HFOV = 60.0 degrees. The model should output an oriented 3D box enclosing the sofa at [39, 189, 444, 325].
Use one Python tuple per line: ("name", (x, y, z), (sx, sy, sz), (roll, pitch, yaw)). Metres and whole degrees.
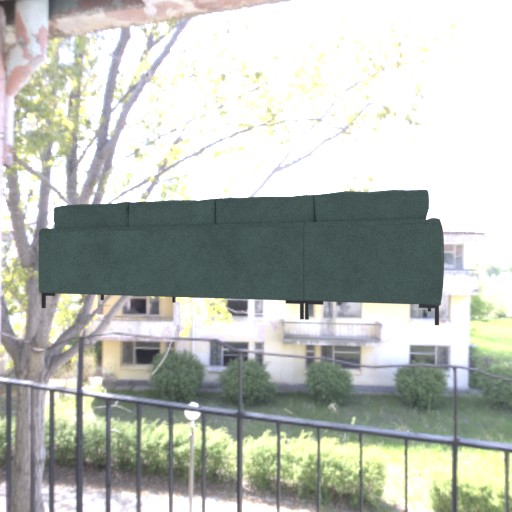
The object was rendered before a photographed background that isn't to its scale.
("sofa", (0.000, 0.000, 3.309), (2.486, 0.687, 1.707), (0, 0, 18))
